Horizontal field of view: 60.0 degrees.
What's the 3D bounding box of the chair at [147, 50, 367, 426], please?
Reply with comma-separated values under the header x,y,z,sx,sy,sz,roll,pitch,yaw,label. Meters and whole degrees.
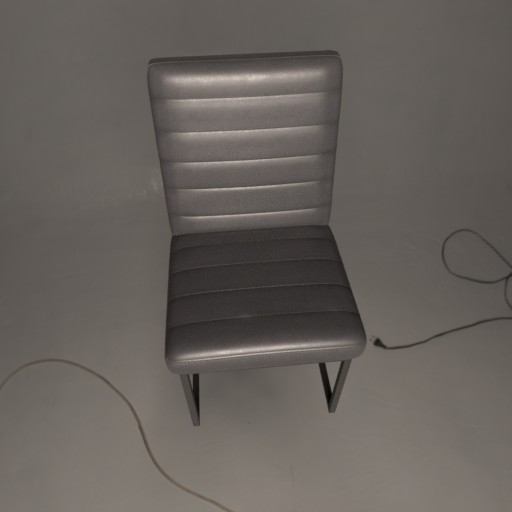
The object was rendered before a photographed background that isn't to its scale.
x,y,z,sx,sy,sz,roll,pitch,yaw,label
0.000,0.000,1.297,0.520,0.930,0.634,-4,48,-4,chair
